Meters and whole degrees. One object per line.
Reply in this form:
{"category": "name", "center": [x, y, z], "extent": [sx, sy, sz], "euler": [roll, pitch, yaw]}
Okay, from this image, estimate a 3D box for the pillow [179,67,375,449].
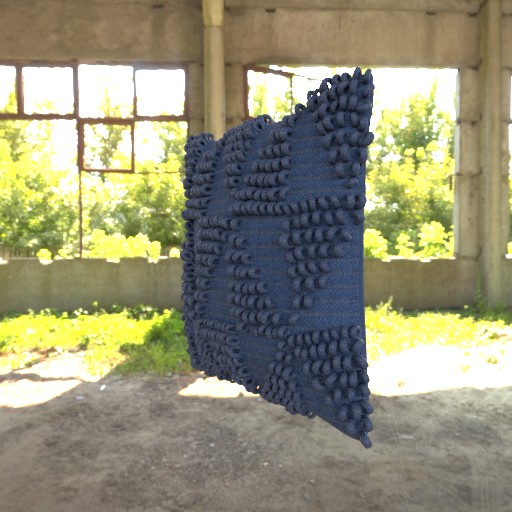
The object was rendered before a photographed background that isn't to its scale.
{"category": "pillow", "center": [0.000, 0.000, 0.714], "extent": [0.172, 0.466, 0.469], "euler": [-1, 1, -36]}
